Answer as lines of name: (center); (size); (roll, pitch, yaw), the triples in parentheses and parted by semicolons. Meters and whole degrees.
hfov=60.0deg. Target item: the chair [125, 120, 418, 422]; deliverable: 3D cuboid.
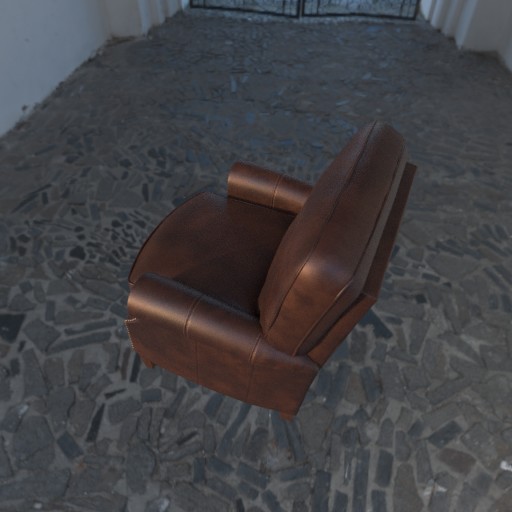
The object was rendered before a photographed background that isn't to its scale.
chair: (0.000, 0.000, 1.754); (0.986, 1.018, 0.936); (17, 47, 16)
